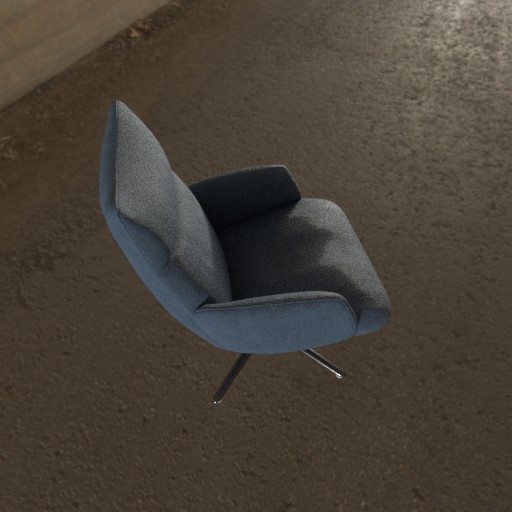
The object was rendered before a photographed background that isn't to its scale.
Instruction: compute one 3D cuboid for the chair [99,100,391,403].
[{"bbox_3d":[0.000,0.000,1.587,0.889,1.016,0.711,-9,48,-8],"label":"chair"}]
